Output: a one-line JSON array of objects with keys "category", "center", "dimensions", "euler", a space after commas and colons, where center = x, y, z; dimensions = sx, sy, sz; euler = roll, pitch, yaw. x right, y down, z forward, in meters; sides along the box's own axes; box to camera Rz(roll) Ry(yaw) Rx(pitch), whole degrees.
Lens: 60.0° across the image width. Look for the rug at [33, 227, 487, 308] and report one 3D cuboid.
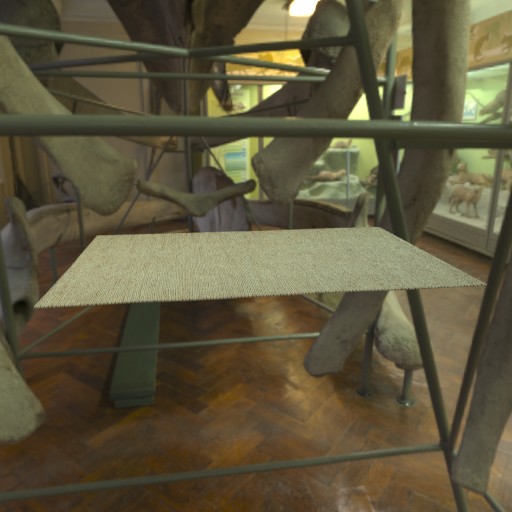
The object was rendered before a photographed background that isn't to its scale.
[{"category": "rug", "center": [0.000, 0.000, 3.082], "dimensions": [2.439, 0.011, 1.533], "euler": [-2, 16, -8]}]
